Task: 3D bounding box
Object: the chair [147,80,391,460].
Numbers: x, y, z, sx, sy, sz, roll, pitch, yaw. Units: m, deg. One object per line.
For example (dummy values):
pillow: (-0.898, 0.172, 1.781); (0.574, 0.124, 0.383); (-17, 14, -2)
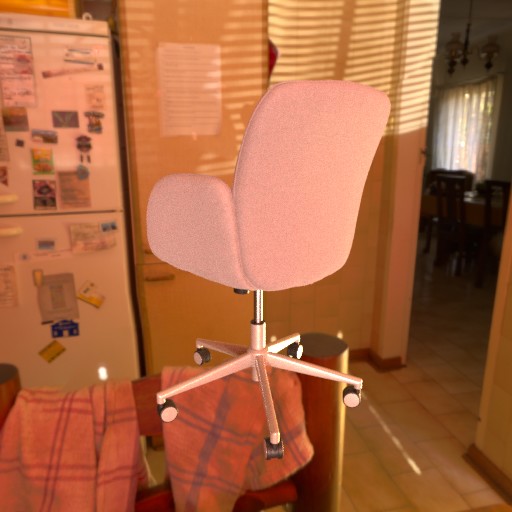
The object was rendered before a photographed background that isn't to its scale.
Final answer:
chair: (0.000, 0.000, 1.375); (0.648, 0.959, 0.654); (-13, 19, -42)
